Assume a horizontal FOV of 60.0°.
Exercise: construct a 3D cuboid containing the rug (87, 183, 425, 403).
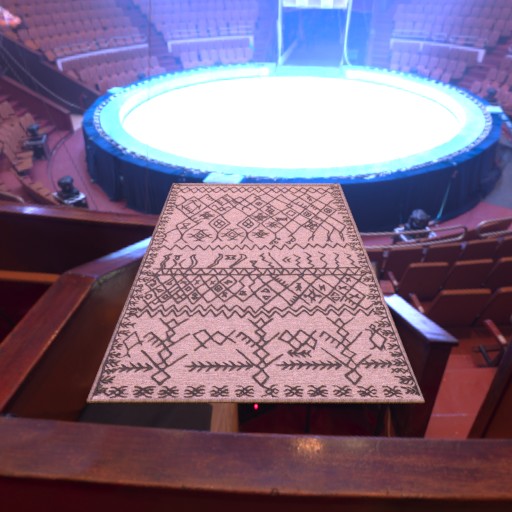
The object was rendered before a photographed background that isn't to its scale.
[{"bbox_3d":[0.000,0.000,3.025,1.526,0.012,2.444,0,33,0],"label":"rug"}]
